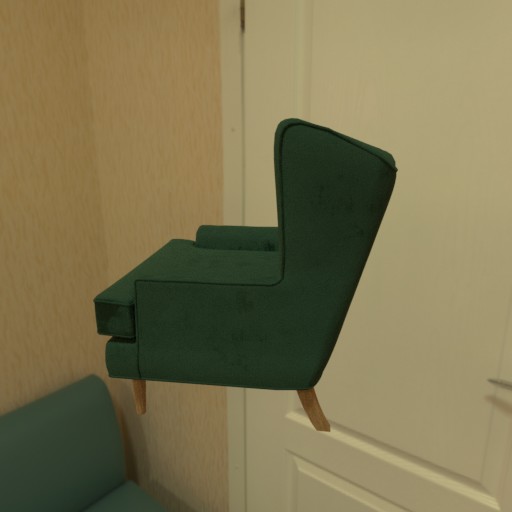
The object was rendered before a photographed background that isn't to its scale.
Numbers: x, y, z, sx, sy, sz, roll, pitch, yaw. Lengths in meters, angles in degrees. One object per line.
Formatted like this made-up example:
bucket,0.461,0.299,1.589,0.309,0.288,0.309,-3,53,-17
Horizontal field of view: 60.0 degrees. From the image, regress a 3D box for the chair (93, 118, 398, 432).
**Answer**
chair,0.000,0.000,1.631,0.910,0.952,0.793,2,16,7
